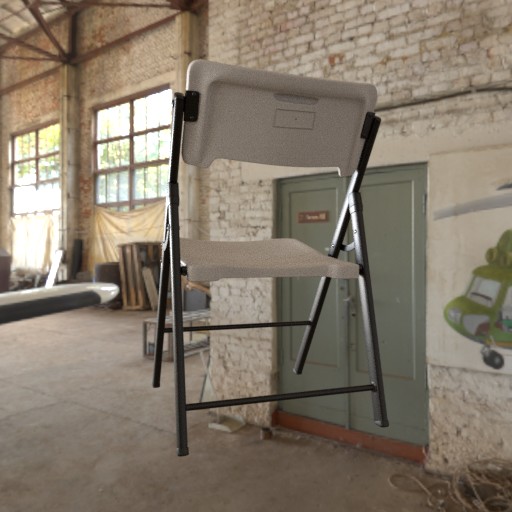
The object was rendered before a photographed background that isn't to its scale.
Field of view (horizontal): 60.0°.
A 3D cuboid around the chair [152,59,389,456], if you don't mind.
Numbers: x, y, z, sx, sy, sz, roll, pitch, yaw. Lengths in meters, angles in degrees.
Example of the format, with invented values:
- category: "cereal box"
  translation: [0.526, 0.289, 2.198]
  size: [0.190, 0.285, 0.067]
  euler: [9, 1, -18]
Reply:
- category: "chair"
  translation: [0.000, 0.000, 1.139]
  size: [0.482, 0.765, 0.577]
  euler: [0, 0, -19]
